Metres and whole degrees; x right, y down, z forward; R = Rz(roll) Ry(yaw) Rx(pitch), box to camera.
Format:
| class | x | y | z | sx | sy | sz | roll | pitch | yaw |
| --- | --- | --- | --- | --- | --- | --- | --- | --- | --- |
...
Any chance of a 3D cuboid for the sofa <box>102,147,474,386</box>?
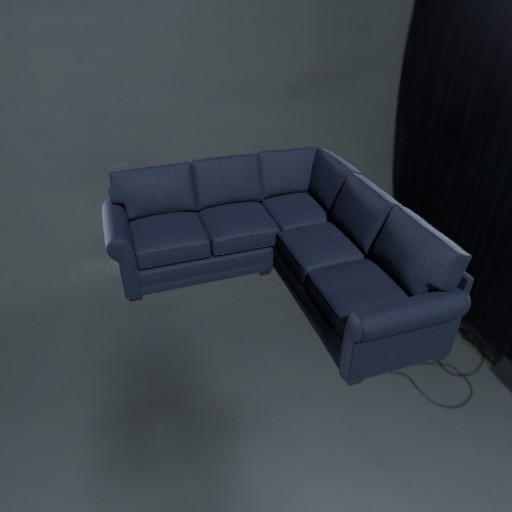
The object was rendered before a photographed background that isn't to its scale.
| class | x | y | z | sx | sy | sz | roll | pitch | yaw |
| --- | --- | --- | --- | --- | --- | --- | --- | --- | --- |
| sofa | 0.000 | 0.000 | 3.905 | 2.487 | 1.042 | 2.562 | -10 | 34 | -15 |
